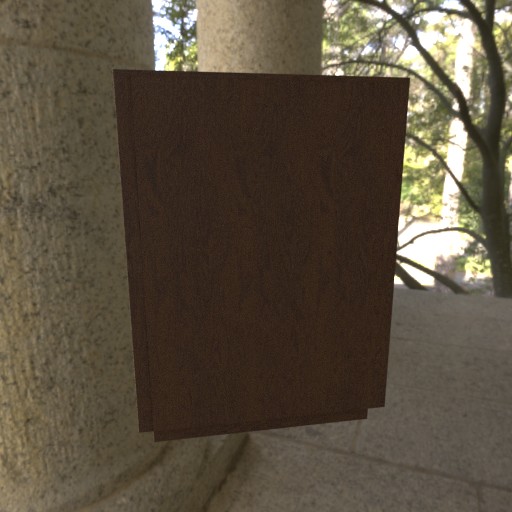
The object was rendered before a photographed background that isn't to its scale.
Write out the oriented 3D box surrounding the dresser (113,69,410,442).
[{"bbox_3d":[0.000,0.000,1.814,0.964,1.320,0.516,-2,14,-10],"label":"dresser"}]
